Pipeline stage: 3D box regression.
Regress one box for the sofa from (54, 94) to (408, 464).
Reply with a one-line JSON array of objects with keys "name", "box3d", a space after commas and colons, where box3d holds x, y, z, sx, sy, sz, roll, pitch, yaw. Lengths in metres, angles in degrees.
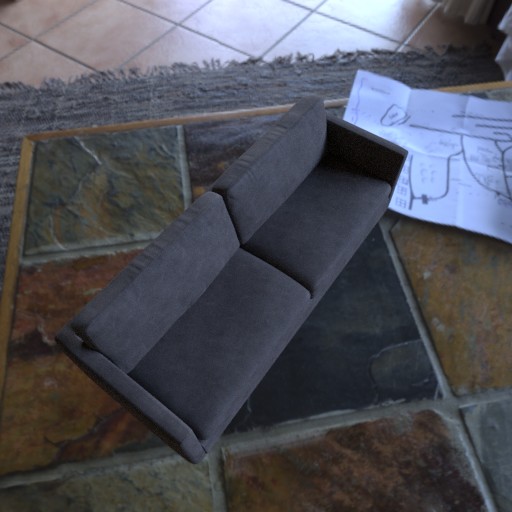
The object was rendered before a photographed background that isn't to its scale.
[{"name": "sofa", "box3d": [0.000, 0.000, 2.957, 0.951, 0.965, 2.434, 32, 63, 19]}]
